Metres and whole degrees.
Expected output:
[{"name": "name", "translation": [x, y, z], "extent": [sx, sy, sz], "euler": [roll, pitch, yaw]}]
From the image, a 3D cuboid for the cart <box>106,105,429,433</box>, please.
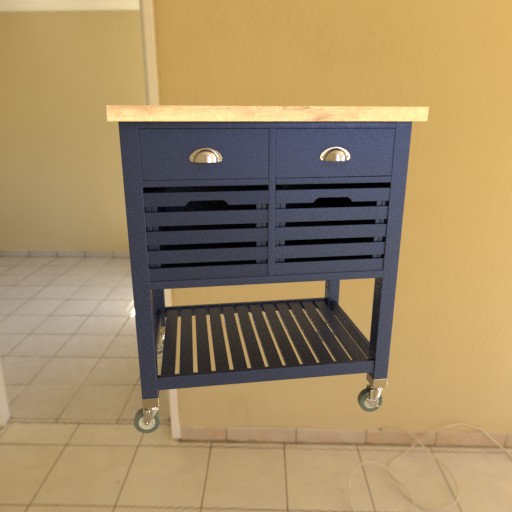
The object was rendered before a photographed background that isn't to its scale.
[{"name": "cart", "translation": [0.000, 0.000, 1.463], "extent": [0.797, 0.920, 0.567], "euler": [-2, 17, -8]}]
